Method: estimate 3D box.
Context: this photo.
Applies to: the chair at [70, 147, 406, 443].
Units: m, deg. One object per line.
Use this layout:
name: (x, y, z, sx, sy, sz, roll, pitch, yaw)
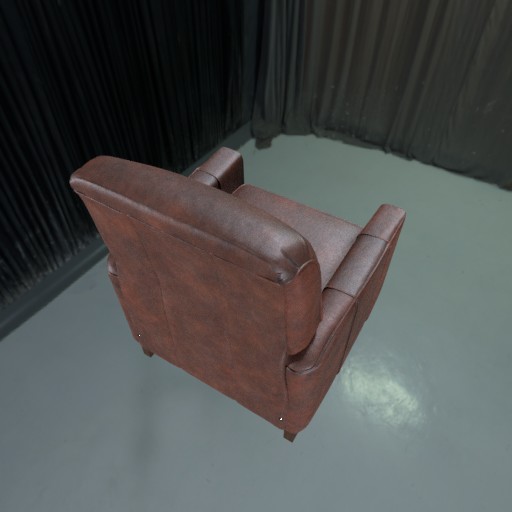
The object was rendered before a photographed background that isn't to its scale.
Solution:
chair: (0.000, 0.000, 1.627, 0.843, 1.043, 0.836, 24, 51, 21)
